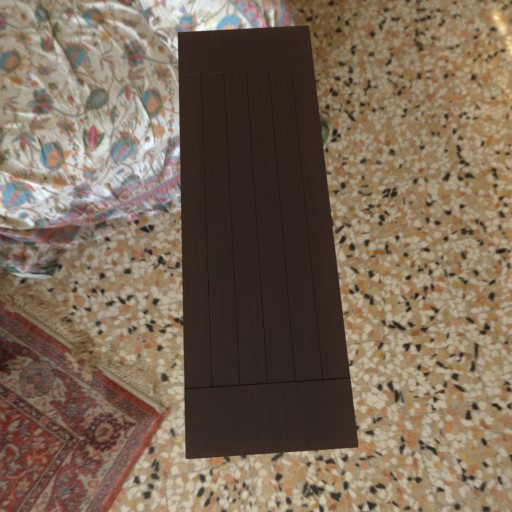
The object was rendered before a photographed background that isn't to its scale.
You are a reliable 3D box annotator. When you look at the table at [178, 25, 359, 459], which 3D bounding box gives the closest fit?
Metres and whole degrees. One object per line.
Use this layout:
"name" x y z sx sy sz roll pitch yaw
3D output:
"table" 0.000 0.000 1.423 0.373 0.768 1.062 -4 74 -1
